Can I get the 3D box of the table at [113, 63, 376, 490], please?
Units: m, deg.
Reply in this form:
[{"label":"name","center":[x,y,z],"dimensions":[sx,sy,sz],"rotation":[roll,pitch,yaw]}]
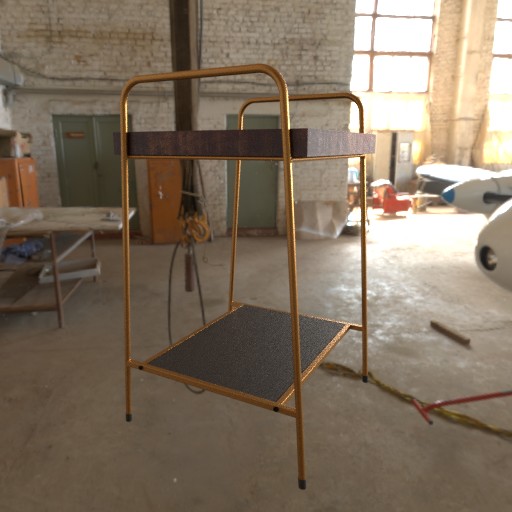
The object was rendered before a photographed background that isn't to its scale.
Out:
[{"label":"table","center":[0.000,0.000,0.979],"dimensions":[0.430,0.710,0.430],"rotation":[7,16,28]}]
